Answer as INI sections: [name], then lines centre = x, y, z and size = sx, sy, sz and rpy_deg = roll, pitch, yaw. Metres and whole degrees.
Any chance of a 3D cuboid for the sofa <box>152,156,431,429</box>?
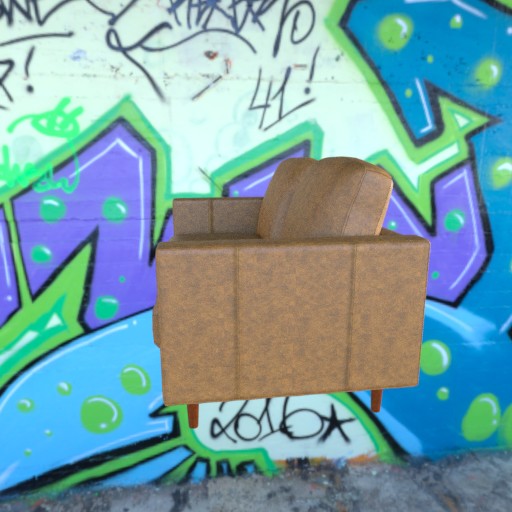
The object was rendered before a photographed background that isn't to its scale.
[sofa]
centre = 0.000, 0.000, 2.165
size = 0.909, 0.951, 1.578
rpy_deg = -2, 13, -8
